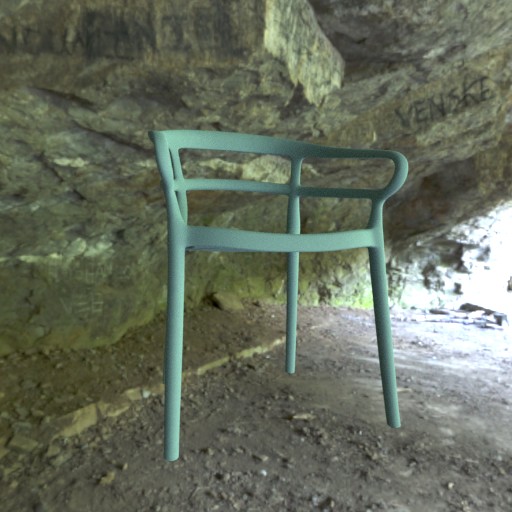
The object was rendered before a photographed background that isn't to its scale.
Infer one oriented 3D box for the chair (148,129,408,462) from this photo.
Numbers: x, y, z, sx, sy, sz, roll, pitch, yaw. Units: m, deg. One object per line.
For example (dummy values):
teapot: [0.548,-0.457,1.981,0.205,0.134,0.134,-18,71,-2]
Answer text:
chair: [0.000,0.000,1.132,0.559,0.761,0.527,0,1,-18]
